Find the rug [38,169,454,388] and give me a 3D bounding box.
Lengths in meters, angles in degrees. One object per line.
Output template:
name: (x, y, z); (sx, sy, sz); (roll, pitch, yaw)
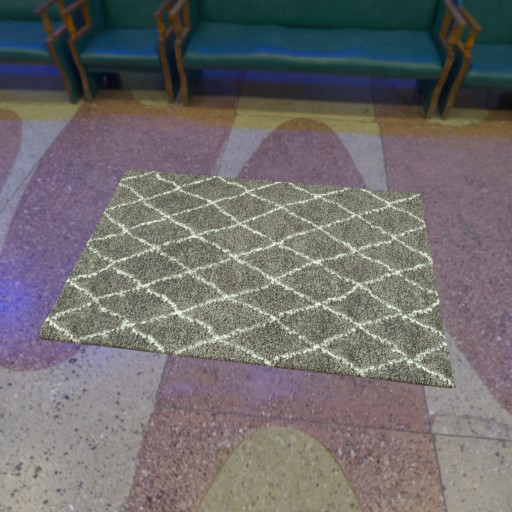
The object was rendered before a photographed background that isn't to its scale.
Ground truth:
rug: (0.000, 0.000, 2.270); (1.778, 0.030, 1.219); (6, 48, 5)
